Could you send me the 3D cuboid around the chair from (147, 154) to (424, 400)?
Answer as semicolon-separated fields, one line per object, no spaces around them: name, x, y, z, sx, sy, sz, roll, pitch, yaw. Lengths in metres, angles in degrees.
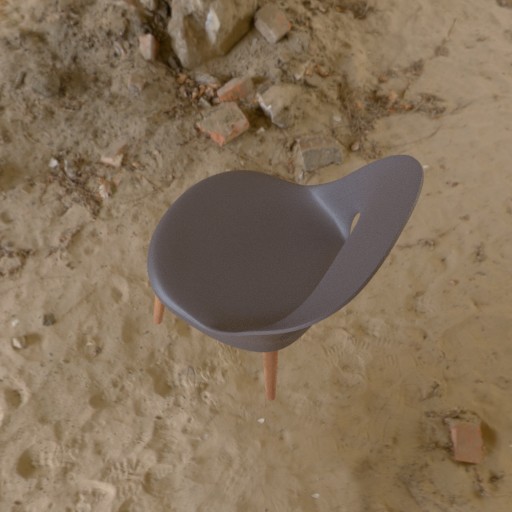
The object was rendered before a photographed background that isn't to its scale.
chair;0.000;0.000;1.130;0.556;0.794;0.470;30;68;14
